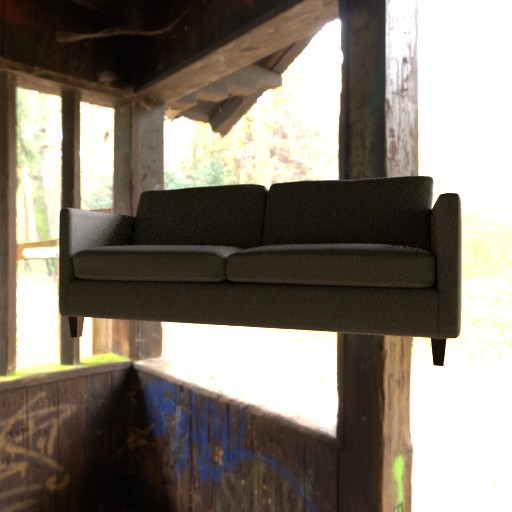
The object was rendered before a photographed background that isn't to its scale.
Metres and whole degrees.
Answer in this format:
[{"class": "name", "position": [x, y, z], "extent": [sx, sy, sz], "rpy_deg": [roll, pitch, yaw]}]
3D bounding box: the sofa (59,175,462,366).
[{"class": "sofa", "position": [0.000, 0.000, 2.688], "extent": [2.208, 0.963, 0.956], "rpy_deg": [0, 1, 19]}]
